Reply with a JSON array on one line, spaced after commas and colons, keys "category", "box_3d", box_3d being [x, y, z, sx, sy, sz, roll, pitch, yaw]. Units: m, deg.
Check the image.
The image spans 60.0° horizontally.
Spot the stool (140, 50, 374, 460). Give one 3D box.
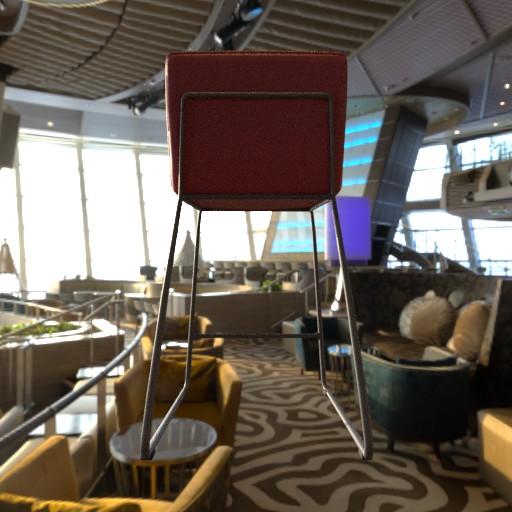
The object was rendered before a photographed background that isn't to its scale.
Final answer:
[{"category": "stool", "box_3d": [0.000, 0.000, 1.169, 0.489, 0.866, 0.524, 0, -1, 0]}]
